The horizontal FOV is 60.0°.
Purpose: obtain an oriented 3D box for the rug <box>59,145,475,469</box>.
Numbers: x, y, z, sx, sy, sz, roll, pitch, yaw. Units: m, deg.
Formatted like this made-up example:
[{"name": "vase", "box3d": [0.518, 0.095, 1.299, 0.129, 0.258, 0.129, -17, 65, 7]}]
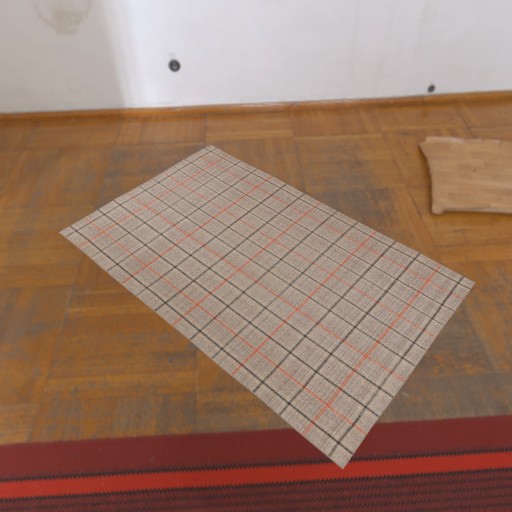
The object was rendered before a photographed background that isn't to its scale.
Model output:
[{"name": "rug", "box3d": [0.000, 0.000, 3.028, 2.439, 0.015, 1.524, 33, 55, 27]}]
